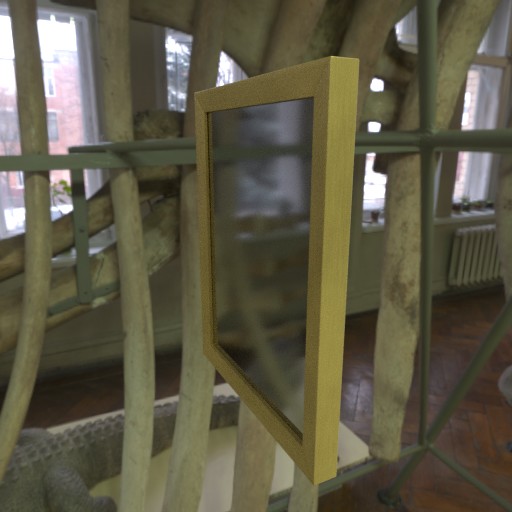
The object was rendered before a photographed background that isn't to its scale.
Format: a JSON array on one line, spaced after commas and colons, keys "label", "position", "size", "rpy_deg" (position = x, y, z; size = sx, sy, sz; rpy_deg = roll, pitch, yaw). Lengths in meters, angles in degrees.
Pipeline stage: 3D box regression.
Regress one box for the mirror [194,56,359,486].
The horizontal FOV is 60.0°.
[{"label": "mirror", "position": [0.000, 0.000, 0.685], "size": [0.041, 0.508, 0.405], "rpy_deg": [-7, 16, -26]}]
